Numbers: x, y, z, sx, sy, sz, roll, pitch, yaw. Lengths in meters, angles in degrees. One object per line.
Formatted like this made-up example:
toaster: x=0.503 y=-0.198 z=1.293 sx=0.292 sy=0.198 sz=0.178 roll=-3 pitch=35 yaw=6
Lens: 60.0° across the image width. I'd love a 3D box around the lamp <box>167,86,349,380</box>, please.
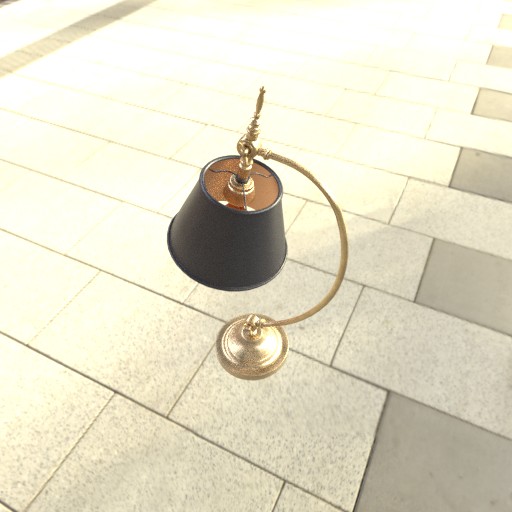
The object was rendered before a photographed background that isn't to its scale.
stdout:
lamp: x=0.000 y=0.000 z=0.850 sx=0.344 sy=0.675 sz=0.235 roll=18 pitch=49 yaw=17
